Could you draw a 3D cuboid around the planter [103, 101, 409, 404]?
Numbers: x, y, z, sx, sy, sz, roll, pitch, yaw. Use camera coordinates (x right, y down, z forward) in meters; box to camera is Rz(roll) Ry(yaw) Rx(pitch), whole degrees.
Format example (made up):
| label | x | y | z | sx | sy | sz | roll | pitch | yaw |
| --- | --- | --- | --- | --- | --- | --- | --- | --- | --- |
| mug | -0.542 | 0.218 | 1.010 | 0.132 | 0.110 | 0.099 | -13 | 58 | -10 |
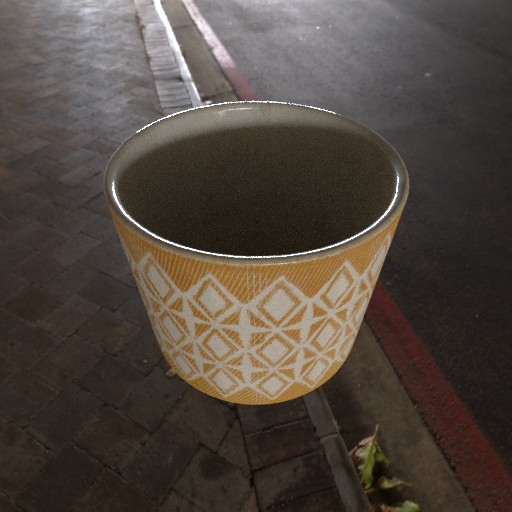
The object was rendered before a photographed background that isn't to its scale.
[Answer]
| label | x | y | z | sx | sy | sz | roll | pitch | yaw |
| --- | --- | --- | --- | --- | --- | --- | --- | --- | --- |
| planter | 0.000 | 0.000 | 0.342 | 0.193 | 0.165 | 0.193 | 0 | 42 | 0 |
